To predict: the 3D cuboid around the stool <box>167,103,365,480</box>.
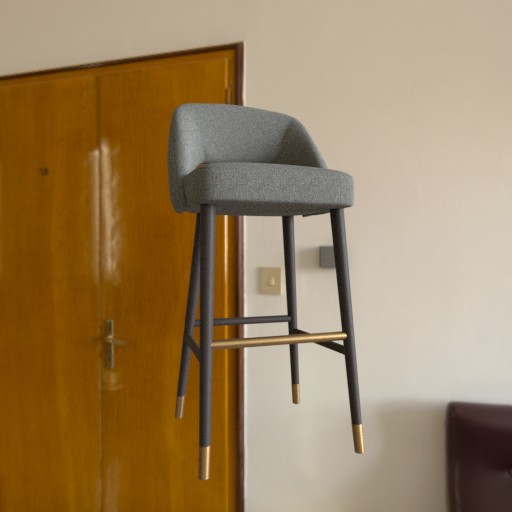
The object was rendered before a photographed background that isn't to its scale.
[{"bbox_3d":[0.000,0.000,1.391,0.536,1.089,0.524,0,1,-19],"label":"stool"}]
